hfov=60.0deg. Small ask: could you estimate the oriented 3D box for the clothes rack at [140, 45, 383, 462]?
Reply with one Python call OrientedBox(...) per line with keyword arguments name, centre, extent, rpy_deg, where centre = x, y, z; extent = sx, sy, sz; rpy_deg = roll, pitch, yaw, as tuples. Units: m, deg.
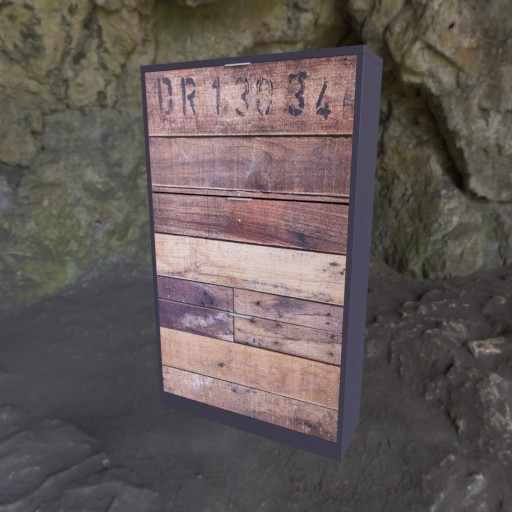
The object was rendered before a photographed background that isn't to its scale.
OrientedBox(name="clothes rack", centre=(0.000, 0.000, 1.580), extent=(0.750, 1.280, 0.250), rpy_deg=(7, 16, 26))
